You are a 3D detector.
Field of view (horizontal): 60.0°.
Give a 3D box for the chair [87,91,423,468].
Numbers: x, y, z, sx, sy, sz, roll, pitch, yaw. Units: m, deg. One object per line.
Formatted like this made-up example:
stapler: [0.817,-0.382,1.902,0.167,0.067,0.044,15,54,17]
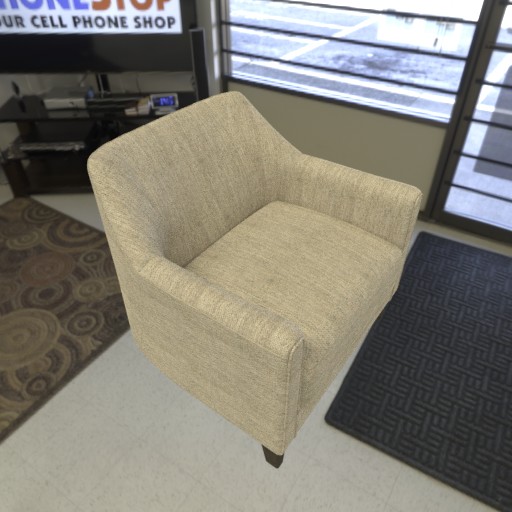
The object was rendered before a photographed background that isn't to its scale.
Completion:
chair: [0.000,0.000,1.416,0.758,0.761,0.796,25,46,27]
